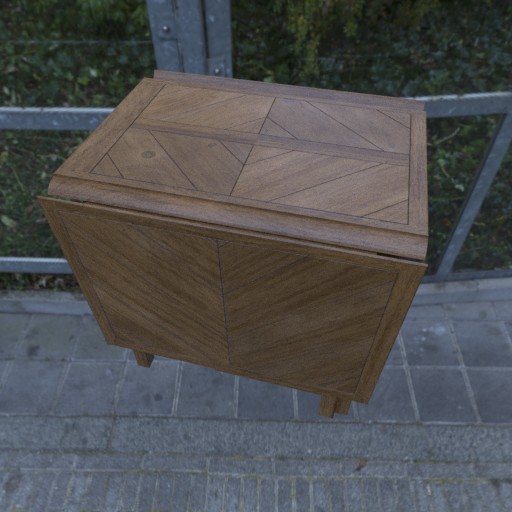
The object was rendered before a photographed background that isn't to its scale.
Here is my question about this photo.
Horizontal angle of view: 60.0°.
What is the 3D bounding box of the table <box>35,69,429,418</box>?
[{"bbox_3d":[0.000,0.000,1.276,0.746,0.763,0.591,10,48,10],"label":"table"}]
